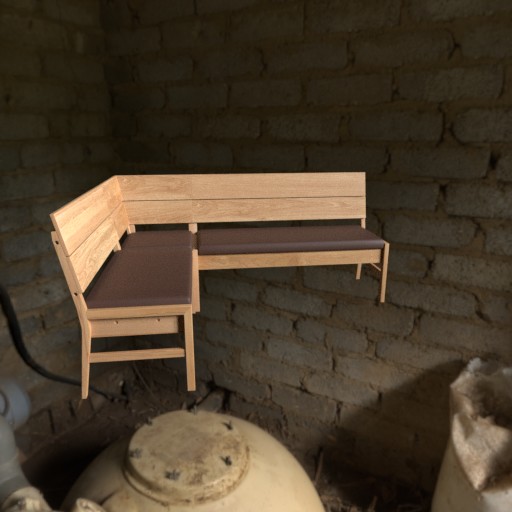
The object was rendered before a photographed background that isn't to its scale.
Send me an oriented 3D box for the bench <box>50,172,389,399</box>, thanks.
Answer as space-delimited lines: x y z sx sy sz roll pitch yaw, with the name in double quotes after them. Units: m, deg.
0.000 0.000 2.838 1.975 0.890 1.549 -2 16 -8 "bench"
